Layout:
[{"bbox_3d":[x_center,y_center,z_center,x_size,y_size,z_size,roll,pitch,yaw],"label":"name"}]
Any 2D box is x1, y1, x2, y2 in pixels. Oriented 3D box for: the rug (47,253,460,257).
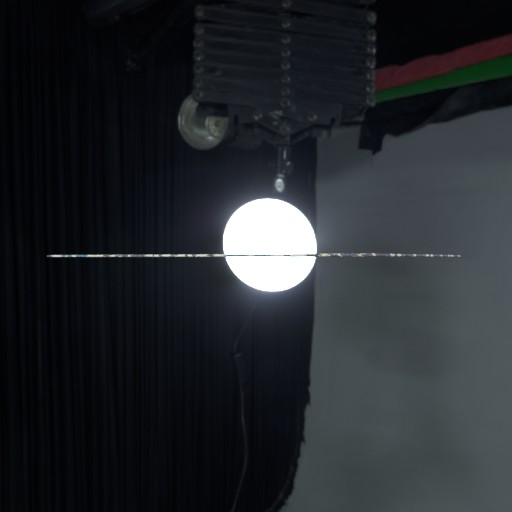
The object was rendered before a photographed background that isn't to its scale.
[{"bbox_3d":[0.000,0.000,3.007,2.261,0.013,1.676,0,0,35],"label":"rug"}]
